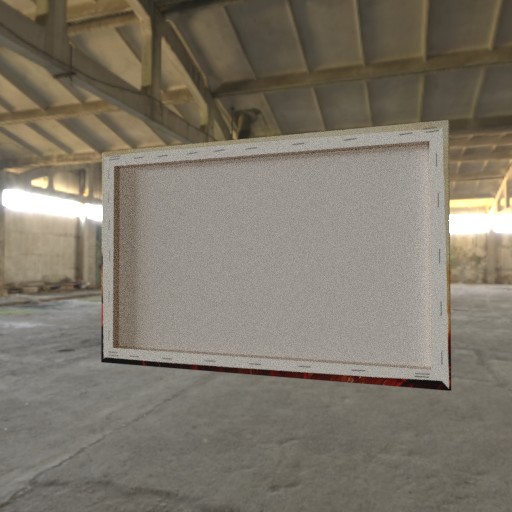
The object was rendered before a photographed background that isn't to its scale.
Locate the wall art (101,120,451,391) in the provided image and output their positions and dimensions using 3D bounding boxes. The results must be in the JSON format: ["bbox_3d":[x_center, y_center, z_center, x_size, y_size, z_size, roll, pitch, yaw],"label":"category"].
[{"bbox_3d":[0.000,0.000,1.142,0.918,0.602,0.038,0,-1,18],"label":"wall art"}]
